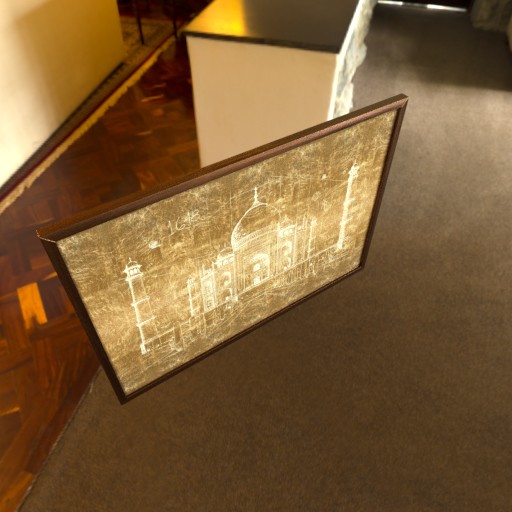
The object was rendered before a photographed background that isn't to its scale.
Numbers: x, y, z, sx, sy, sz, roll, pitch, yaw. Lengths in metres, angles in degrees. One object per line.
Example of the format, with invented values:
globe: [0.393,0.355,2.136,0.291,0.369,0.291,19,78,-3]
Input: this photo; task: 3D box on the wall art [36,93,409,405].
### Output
wall art: [0.000,0.000,0.555,0.431,0.304,0.012,-26,52,-23]
